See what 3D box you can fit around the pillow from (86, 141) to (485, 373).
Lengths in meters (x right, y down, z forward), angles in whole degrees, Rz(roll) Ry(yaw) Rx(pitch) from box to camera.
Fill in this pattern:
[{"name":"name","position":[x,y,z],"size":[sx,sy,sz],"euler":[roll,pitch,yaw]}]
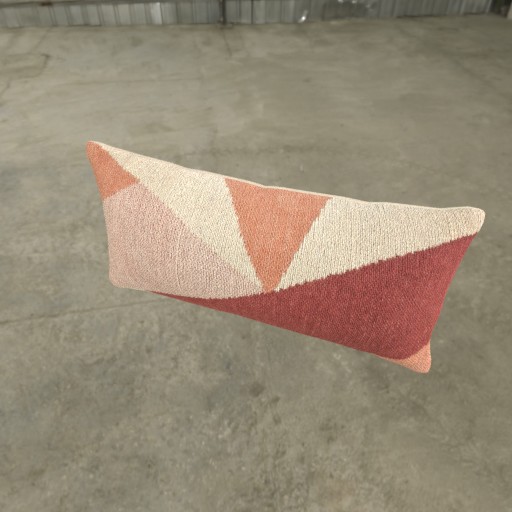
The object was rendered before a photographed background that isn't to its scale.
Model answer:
[{"name":"pillow","position":[0.000,0.000,0.719],"size":[0.609,0.292,0.155],"euler":[13,43,15]}]
